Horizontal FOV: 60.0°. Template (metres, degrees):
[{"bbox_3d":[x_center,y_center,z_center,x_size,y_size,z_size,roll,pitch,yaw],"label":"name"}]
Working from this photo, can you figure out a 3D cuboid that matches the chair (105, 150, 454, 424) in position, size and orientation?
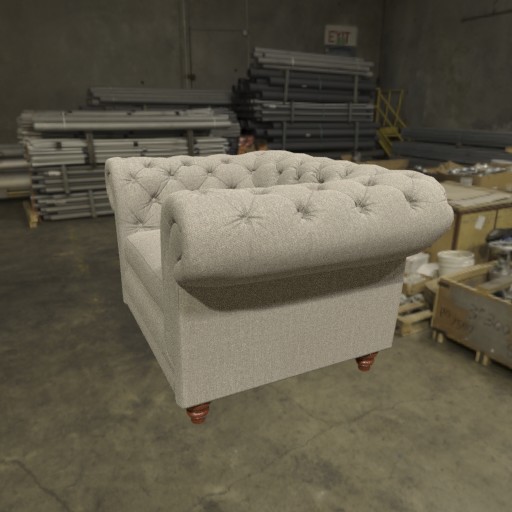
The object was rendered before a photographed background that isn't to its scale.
[{"bbox_3d":[0.000,0.000,1.845,0.976,0.770,1.270,-9,20,-25],"label":"chair"}]
